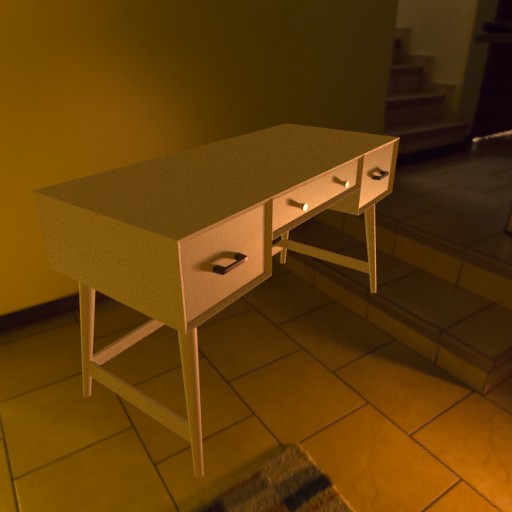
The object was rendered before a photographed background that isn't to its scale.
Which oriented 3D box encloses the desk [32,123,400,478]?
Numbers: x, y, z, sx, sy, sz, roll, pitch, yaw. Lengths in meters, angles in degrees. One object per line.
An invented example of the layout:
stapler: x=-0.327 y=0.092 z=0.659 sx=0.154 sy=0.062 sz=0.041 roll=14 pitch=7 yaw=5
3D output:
desk: x=0.000 y=0.000 z=1.727 sx=0.589 sy=0.762 sz=1.313 roll=18 pitch=32 yaw=32
